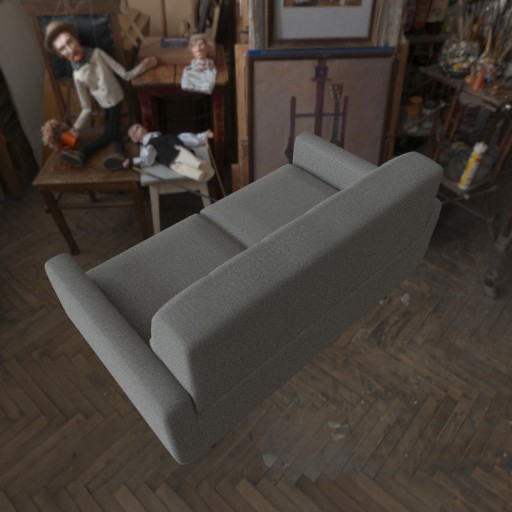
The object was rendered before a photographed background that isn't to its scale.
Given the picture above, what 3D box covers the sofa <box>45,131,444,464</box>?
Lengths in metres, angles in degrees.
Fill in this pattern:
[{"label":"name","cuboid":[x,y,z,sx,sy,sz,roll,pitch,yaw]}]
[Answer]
[{"label":"sofa","cuboid":[0.000,0.000,2.161,1.651,0.925,0.952,-33,54,-28]}]
